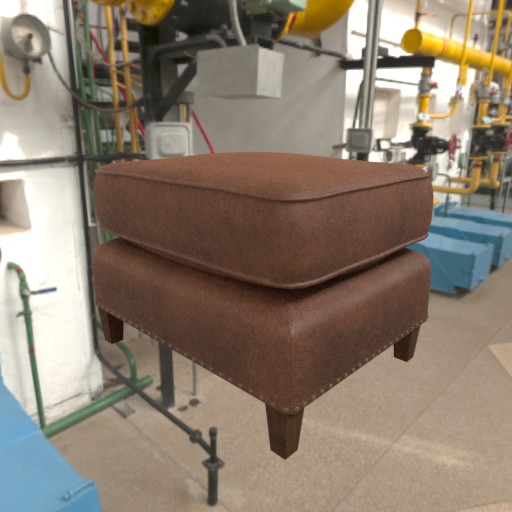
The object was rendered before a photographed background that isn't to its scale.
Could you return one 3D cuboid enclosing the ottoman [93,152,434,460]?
[{"bbox_3d":[0.000,0.000,1.174,0.738,0.537,0.589,16,23,42],"label":"ottoman"}]
